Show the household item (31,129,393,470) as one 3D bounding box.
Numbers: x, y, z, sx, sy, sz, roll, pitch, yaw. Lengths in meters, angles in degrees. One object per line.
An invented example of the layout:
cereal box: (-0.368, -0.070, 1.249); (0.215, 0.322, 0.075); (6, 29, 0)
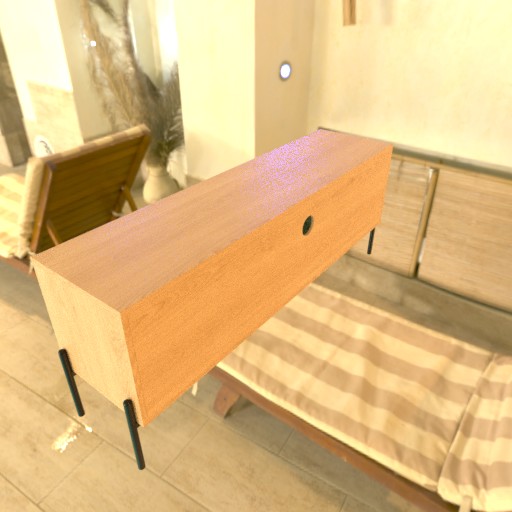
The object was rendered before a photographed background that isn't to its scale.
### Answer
household item: (0.000, 0.000, 1.757); (0.400, 0.600, 1.550); (22, 38, 31)
